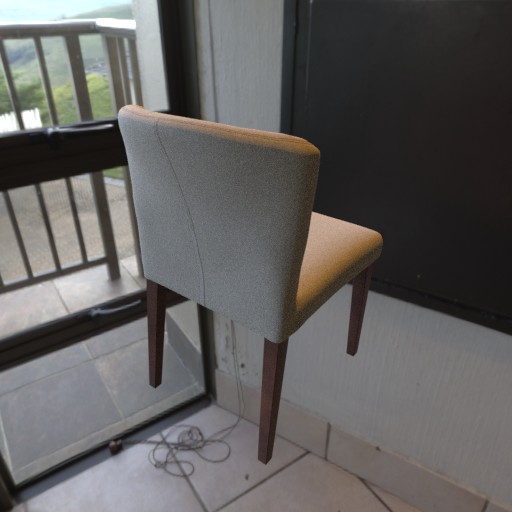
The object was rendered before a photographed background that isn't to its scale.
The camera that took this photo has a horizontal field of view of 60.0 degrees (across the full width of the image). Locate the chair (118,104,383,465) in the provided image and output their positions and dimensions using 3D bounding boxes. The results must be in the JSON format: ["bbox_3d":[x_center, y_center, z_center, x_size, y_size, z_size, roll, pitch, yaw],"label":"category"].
[{"bbox_3d":[0.000,0.000,1.190,0.491,0.839,0.592,21,36,32],"label":"chair"}]
